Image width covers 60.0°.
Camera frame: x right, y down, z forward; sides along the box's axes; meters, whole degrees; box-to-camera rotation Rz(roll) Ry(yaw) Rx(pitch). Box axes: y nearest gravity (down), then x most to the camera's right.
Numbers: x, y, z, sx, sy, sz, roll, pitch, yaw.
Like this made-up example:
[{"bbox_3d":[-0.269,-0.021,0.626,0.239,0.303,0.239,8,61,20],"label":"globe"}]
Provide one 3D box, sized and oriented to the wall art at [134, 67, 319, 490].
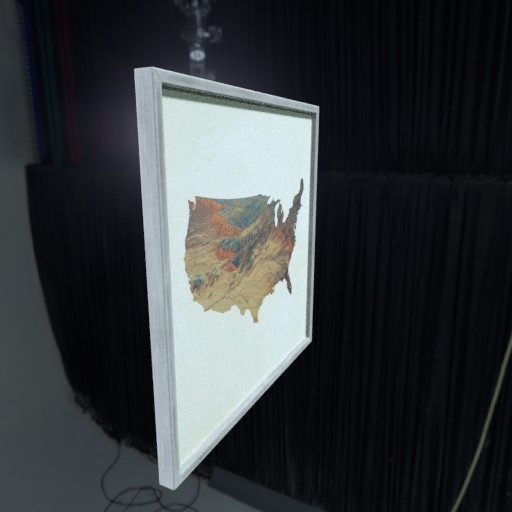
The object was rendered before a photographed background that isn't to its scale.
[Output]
[{"bbox_3d":[0.000,0.000,0.437,0.015,0.303,0.303,7,15,26],"label":"wall art"}]
